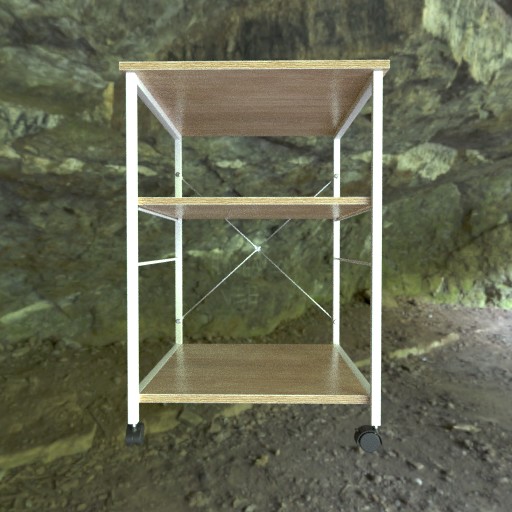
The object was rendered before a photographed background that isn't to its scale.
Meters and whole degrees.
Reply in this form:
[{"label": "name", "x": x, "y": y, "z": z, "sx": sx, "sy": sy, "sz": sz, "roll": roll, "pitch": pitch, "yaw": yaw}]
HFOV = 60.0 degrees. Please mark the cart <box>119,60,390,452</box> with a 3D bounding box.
[{"label": "cart", "x": 0.000, "y": 0.000, "z": 1.120, "sx": 0.521, "sy": 0.762, "sz": 0.520, "roll": 0, "pitch": 1, "yaw": 1}]
